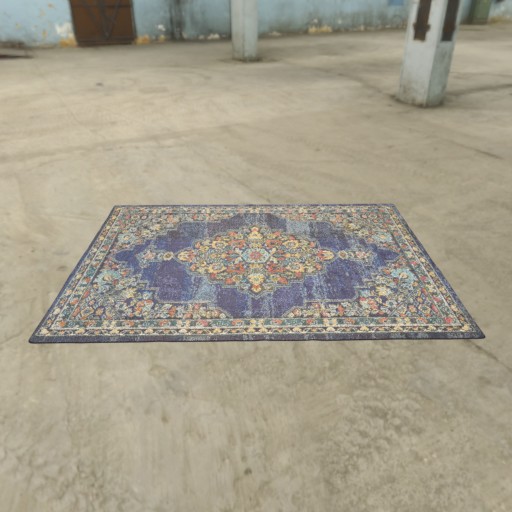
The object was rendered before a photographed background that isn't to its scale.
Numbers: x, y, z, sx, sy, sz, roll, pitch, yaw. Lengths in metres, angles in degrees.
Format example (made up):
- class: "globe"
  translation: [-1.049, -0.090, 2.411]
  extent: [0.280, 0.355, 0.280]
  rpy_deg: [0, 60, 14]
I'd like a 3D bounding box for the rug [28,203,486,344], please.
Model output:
- class: "rug"
  translation: [0.000, 0.000, 2.844]
  extent: [2.232, 0.009, 1.630]
  rpy_deg: [0, 30, -1]
